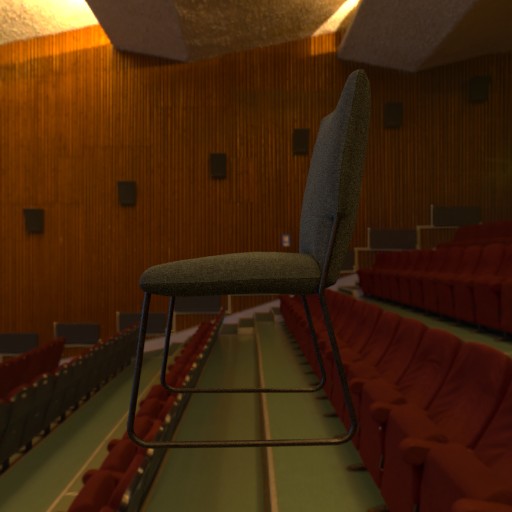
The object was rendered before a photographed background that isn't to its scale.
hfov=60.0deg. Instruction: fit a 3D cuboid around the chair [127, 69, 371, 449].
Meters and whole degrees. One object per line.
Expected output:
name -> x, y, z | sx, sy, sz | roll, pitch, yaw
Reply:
chair -> 0.000, 0.000, 1.293 | 0.635, 0.931, 0.480 | 0, 0, -1
